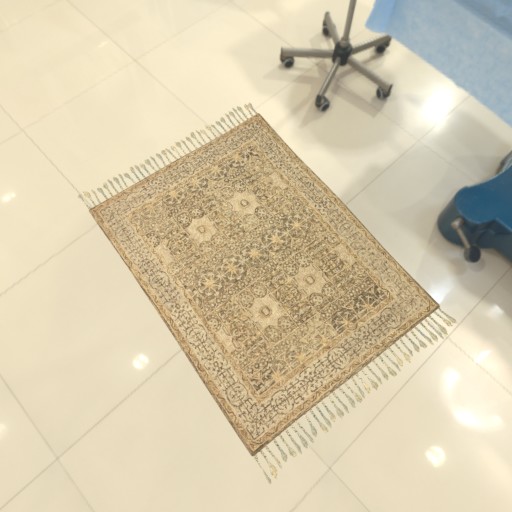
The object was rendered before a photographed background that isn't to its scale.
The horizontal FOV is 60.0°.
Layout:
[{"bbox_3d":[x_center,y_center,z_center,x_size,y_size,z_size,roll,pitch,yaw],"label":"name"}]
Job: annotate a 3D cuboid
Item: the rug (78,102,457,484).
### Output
[{"bbox_3d":[0.000,0.000,3.188,1.619,0.023,2.465,-34,70,-14],"label":"rug"}]
